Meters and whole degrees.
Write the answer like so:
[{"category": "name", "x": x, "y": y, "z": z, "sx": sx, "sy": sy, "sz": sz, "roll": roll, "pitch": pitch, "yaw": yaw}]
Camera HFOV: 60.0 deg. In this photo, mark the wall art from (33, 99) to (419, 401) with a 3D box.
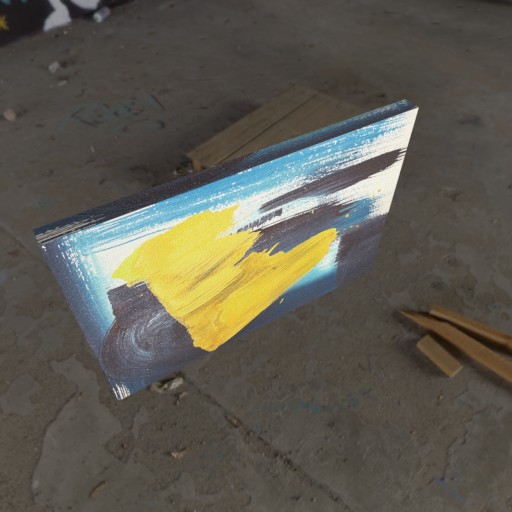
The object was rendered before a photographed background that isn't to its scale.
[{"category": "wall art", "x": 0.000, "y": 0.000, "z": 0.779, "sx": 0.609, "sy": 0.406, "sz": 0.033, "roll": -24, "pitch": 52, "yaw": -21}]
